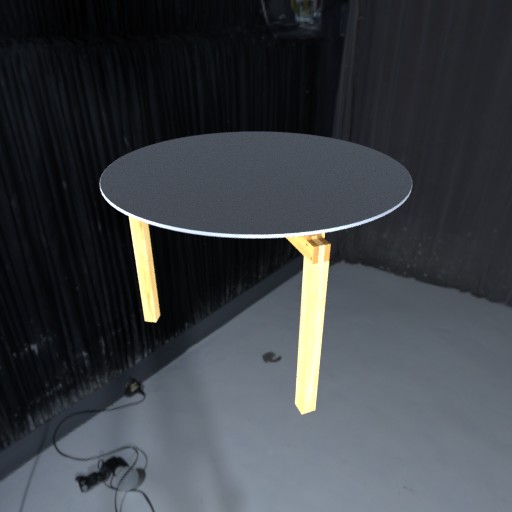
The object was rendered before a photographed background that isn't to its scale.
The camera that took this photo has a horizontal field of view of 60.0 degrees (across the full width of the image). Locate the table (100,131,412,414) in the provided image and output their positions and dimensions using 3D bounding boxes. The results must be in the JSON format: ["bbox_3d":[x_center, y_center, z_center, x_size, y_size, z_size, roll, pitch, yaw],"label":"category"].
[{"bbox_3d":[0.000,0.000,0.989,0.600,0.405,0.600,0,29,0],"label":"table"}]
